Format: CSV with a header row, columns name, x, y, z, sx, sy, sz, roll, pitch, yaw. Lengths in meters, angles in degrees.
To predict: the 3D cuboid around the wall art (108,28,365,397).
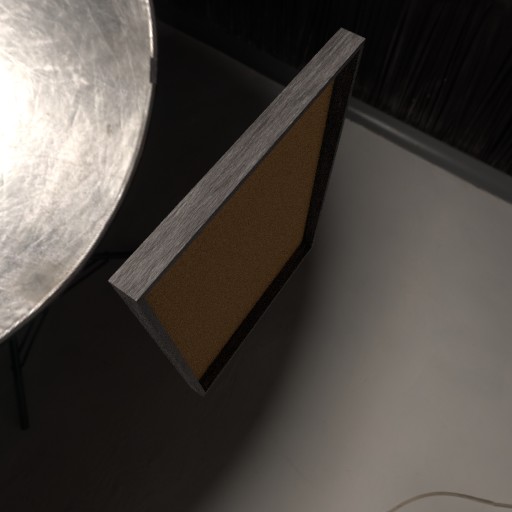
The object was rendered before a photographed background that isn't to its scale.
name,x,y,z,sx,sy,sz,roll,pitch,yaw
wall art,0.000,0.000,1.319,0.063,1.016,0.762,32,68,15
